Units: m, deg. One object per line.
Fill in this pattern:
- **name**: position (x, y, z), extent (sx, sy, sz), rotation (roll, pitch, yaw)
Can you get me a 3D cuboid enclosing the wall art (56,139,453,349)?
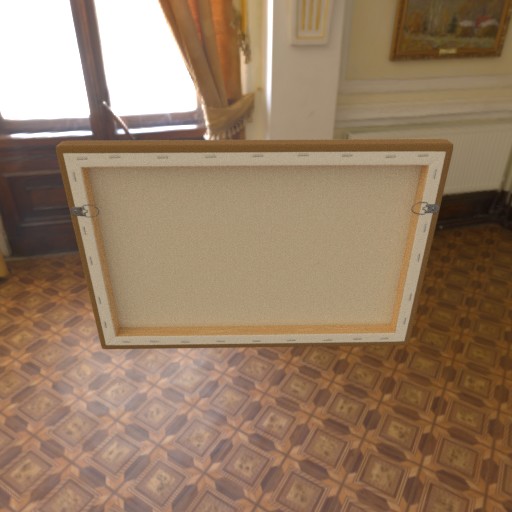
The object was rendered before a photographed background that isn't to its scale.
- **wall art**: position (0.000, 0.000, 0.492), extent (0.380, 0.254, 0.019), rotation (-1, 30, -1)
